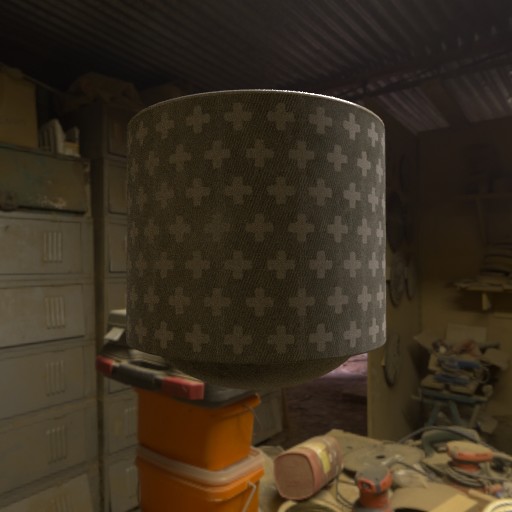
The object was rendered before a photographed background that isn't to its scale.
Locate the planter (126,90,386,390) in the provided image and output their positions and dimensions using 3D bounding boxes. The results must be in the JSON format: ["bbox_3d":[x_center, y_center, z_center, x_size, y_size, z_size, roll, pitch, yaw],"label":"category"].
[{"bbox_3d":[0.000,0.000,0.339,0.190,0.181,0.190,0,-1,0],"label":"planter"}]
